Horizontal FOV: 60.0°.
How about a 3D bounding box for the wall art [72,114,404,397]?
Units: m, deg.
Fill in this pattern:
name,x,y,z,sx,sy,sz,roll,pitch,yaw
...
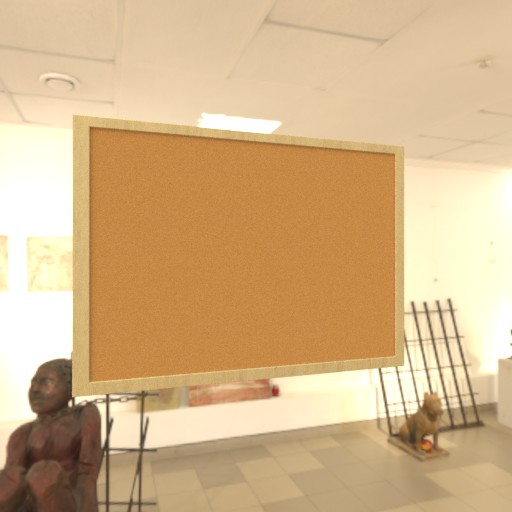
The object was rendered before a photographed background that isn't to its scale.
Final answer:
name,x,y,z,sx,sy,sz,roll,pitch,yaw
wall art,0.000,0.000,0.697,0.532,0.380,0.032,0,0,-19
